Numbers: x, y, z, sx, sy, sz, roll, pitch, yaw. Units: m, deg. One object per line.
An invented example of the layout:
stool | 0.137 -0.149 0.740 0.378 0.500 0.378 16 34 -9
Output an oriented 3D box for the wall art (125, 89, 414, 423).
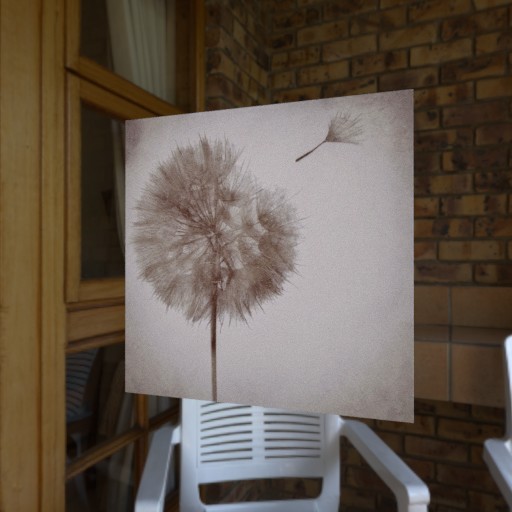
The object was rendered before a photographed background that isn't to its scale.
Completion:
wall art | 0.000 0.000 1.140 0.762 0.762 0.027 0 0 18
